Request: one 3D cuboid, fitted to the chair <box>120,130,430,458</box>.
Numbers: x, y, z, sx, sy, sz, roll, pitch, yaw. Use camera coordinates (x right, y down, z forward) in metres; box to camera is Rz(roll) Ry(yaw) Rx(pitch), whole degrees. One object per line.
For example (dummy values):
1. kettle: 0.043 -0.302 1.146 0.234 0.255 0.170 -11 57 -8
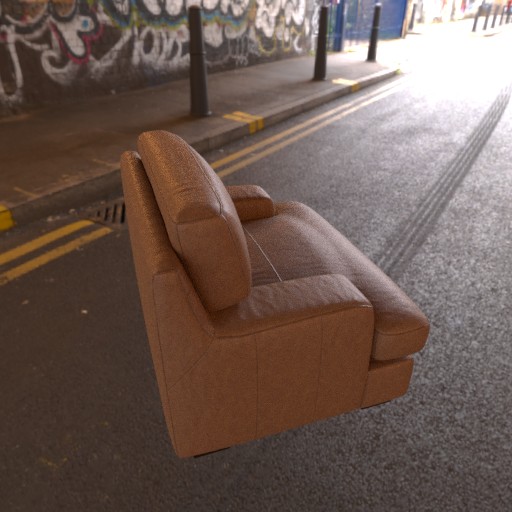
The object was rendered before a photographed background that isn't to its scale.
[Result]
1. chair: 0.000 0.000 2.004 1.050 0.978 1.276 -10 31 -16
